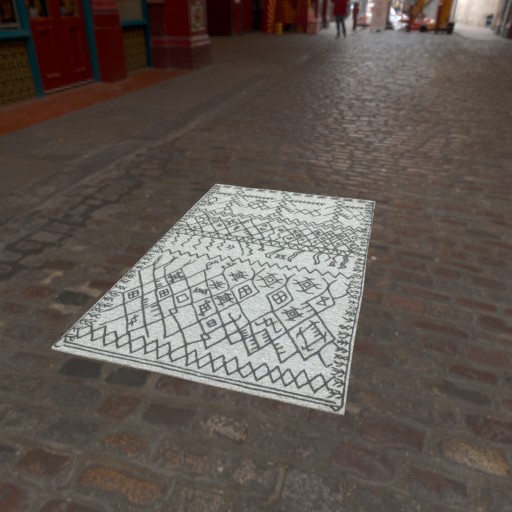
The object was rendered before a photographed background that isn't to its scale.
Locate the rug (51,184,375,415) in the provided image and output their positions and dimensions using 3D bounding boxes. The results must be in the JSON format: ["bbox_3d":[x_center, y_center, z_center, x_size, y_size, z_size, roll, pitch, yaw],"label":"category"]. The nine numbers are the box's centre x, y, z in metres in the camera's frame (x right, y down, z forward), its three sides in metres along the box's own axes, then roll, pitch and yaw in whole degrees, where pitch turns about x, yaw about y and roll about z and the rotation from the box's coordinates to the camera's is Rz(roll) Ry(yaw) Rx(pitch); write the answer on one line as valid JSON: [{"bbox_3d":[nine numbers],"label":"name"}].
[{"bbox_3d":[0.000,0.000,4.928,2.393,0.019,3.824,8,31,14],"label":"rug"}]
